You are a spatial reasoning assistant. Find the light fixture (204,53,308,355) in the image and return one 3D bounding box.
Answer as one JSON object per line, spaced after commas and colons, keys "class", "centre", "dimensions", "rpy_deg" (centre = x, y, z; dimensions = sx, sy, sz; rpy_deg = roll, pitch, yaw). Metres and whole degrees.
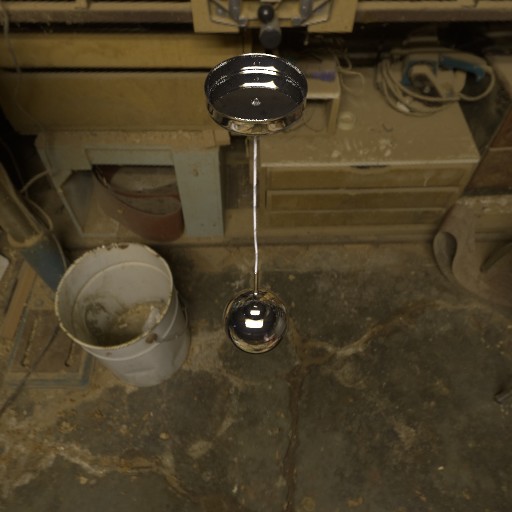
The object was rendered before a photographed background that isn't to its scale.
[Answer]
{"class": "light fixture", "centre": [0.000, 0.000, 1.709], "dimensions": [0.336, 1.538, 0.336], "rpy_deg": [1, 58, 0]}
